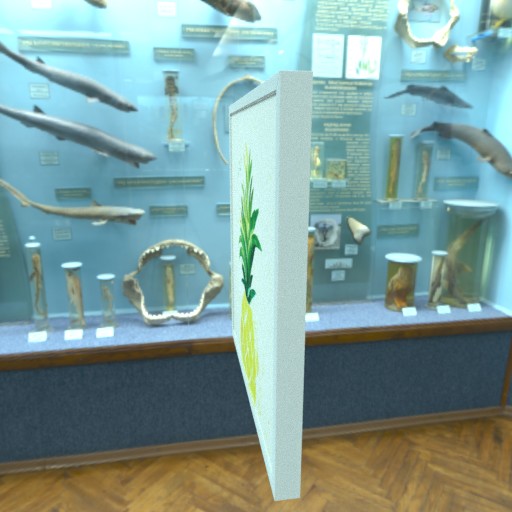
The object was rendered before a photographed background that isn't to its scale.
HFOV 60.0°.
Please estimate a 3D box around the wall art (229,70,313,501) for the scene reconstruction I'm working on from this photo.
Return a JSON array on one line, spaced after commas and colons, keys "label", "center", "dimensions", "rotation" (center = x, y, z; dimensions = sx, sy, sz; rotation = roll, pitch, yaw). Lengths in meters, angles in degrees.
[{"label": "wall art", "center": [0.000, 0.000, 0.448], "dimensions": [0.020, 0.307, 0.307], "rotation": [-2, 15, -9]}]
